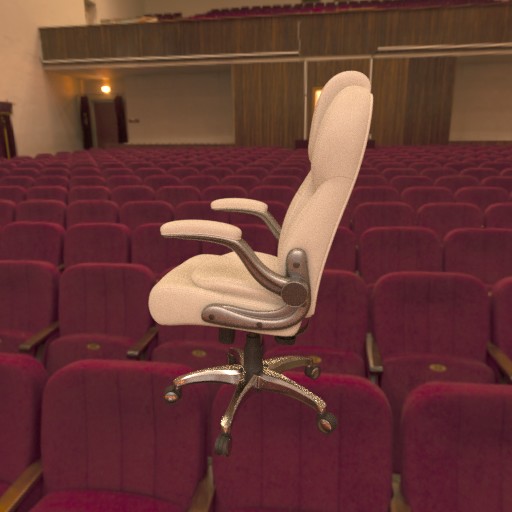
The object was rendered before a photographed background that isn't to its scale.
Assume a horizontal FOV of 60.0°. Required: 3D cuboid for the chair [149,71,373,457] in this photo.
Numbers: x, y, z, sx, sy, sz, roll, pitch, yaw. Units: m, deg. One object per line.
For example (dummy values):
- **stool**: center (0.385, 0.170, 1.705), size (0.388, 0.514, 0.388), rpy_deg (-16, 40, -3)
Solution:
- **chair**: center (0.000, 0.000, 1.778), size (0.806, 1.330, 0.755), rpy_deg (2, 14, 9)
